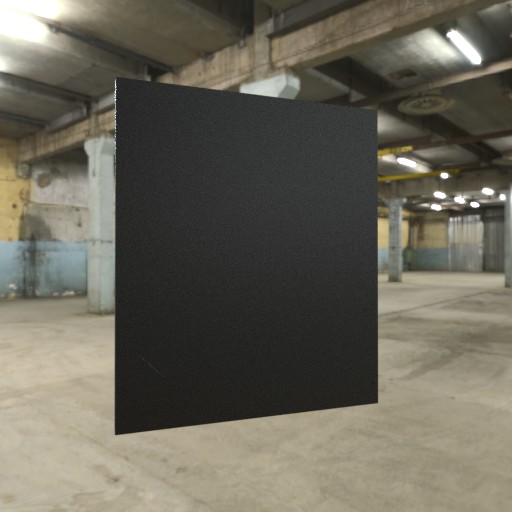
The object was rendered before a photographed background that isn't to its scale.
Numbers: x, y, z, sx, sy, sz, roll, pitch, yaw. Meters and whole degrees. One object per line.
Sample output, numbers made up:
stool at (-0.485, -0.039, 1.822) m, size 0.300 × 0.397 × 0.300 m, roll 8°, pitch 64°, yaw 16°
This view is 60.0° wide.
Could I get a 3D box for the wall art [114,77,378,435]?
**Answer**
wall art at (0.000, 0.000, 0.536) m, size 0.325 × 0.380 × 0.028 m, roll 0°, pitch 0°, yaw -19°
